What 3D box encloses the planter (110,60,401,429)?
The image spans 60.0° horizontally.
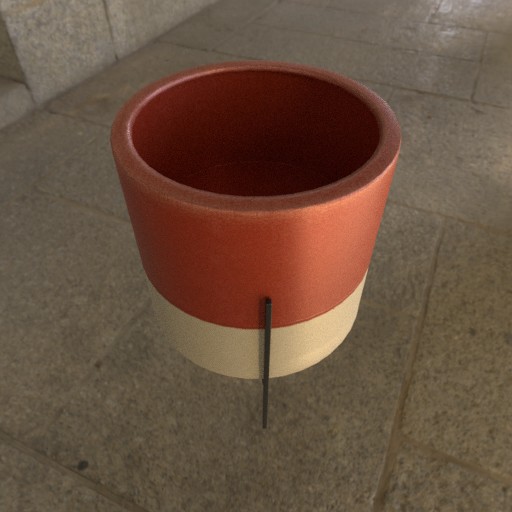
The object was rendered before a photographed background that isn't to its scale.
[{"bbox_3d":[0.000,0.000,0.693,0.345,0.465,0.354,-3,46,-3],"label":"planter"}]
